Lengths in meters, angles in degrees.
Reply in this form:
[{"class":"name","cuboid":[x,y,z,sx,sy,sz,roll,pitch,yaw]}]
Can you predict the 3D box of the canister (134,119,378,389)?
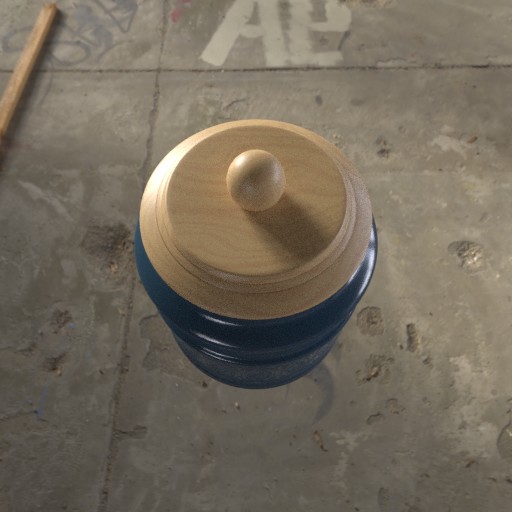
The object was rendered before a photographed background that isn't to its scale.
[{"class":"canister","cuboid":[0.000,0.000,0.263,0.130,0.176,0.130,0,64,0]}]
